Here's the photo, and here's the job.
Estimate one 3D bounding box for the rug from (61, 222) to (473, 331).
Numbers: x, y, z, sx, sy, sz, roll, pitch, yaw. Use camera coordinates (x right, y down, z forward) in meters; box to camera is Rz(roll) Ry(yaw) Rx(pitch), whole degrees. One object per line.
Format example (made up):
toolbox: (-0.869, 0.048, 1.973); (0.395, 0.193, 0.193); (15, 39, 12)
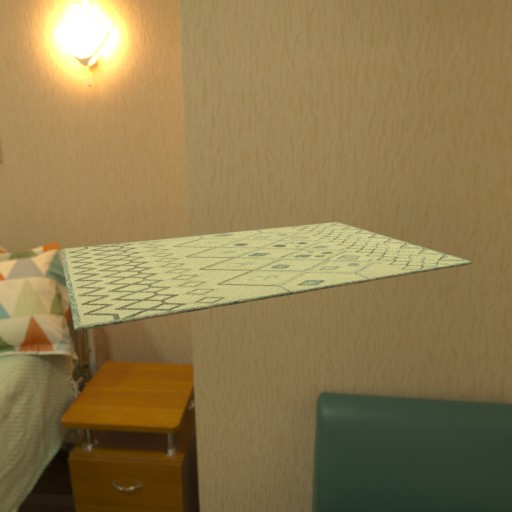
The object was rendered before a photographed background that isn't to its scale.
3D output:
rug: (0.000, 0.000, 3.071); (2.439, 0.015, 1.524); (-7, 17, -24)
